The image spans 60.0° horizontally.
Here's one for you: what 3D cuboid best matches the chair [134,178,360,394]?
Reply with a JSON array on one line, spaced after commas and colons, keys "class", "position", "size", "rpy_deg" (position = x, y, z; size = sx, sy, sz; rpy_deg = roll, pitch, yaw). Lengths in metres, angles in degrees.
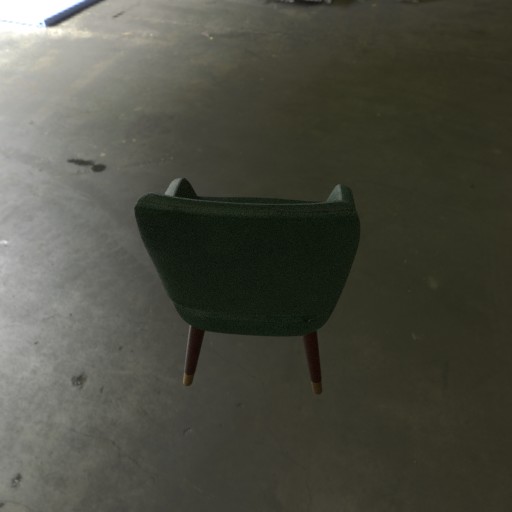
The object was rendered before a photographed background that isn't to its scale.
[{"class": "chair", "position": [0.000, 0.000, 1.574], "size": [0.683, 1.081, 0.794], "rpy_deg": [3, 46, 3]}]
